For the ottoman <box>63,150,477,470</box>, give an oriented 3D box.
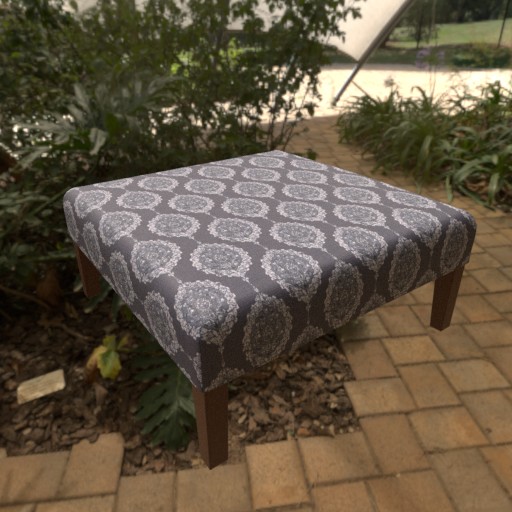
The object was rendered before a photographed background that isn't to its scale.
[{"bbox_3d":[0.000,0.000,1.382,0.889,0.409,0.890,-18,33,-31],"label":"ottoman"}]
